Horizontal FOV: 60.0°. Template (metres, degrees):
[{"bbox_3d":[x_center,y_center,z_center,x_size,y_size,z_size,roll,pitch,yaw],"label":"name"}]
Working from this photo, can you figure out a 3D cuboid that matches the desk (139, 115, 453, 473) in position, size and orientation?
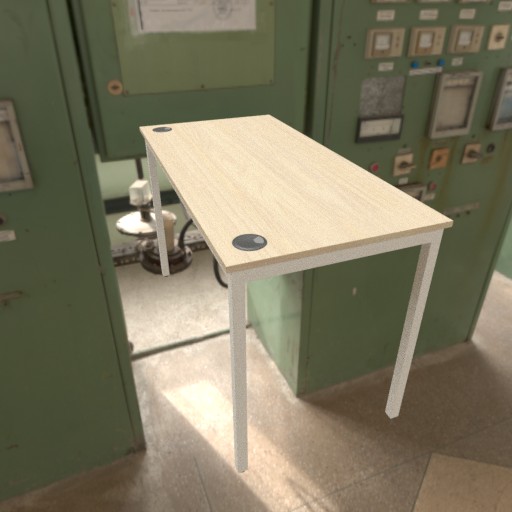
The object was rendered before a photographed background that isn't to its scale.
[{"bbox_3d":[0.000,0.000,1.693,0.600,0.750,1.200,-11,33,-18],"label":"desk"}]
